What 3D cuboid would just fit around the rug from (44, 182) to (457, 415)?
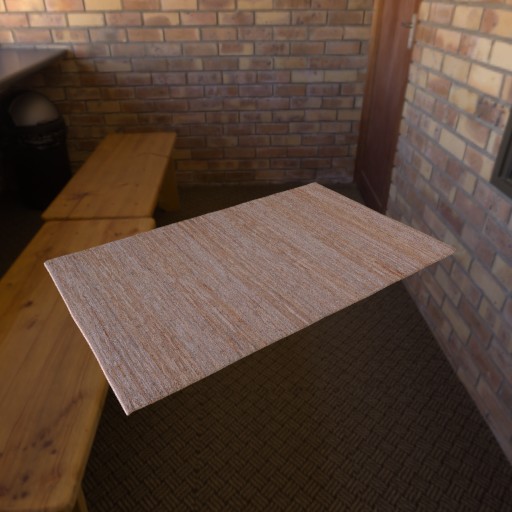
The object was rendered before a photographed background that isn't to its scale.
[{"bbox_3d":[0.000,0.000,3.056,2.446,0.009,1.529,-20,37,-29],"label":"rug"}]
